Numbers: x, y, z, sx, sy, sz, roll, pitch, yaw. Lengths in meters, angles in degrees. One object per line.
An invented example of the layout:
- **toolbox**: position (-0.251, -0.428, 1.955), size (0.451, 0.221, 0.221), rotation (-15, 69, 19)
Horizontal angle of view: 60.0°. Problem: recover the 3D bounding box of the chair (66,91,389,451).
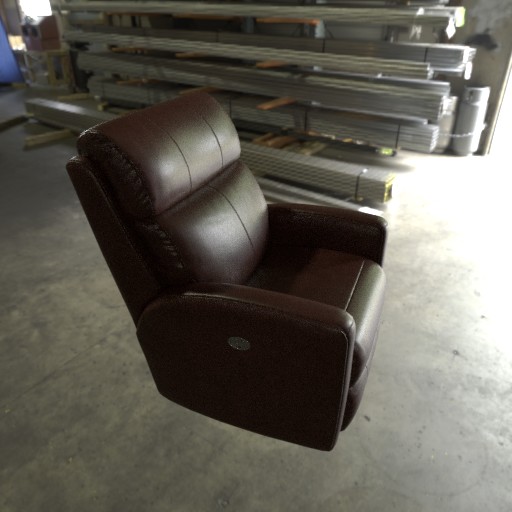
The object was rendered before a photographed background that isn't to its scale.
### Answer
- **chair**: position (0.000, 0.000, 1.634), size (0.939, 1.016, 0.787), rotation (12, 32, 19)
